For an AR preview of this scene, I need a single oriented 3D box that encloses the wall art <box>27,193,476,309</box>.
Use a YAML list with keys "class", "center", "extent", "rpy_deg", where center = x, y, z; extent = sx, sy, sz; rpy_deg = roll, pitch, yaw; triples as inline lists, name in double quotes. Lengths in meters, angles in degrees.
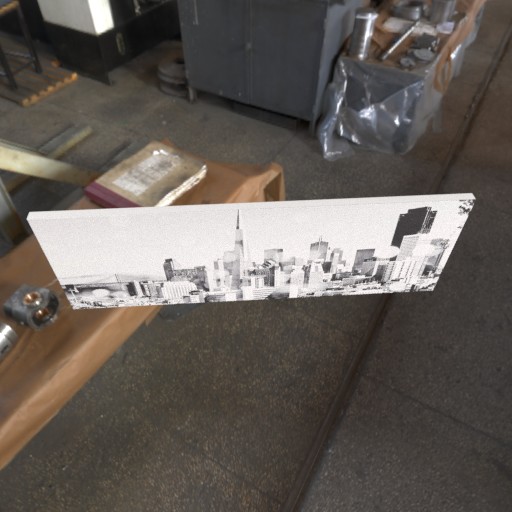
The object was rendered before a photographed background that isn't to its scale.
- class: "wall art"
  center: [0.000, 0.000, 1.695]
  extent: [1.520, 0.507, 0.039]
  rpy_deg: [-3, 47, -3]
